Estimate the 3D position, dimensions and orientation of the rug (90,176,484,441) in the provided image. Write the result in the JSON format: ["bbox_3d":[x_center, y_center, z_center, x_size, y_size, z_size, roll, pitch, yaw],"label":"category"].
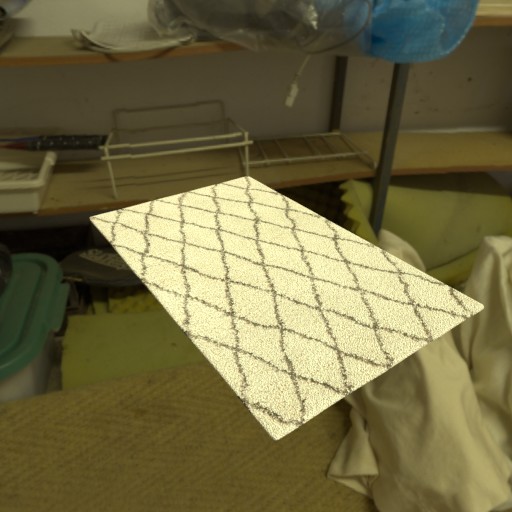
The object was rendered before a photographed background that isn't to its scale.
[{"bbox_3d":[0.000,0.000,3.032,1.524,0.030,2.438,-20,37,-29],"label":"rug"}]
